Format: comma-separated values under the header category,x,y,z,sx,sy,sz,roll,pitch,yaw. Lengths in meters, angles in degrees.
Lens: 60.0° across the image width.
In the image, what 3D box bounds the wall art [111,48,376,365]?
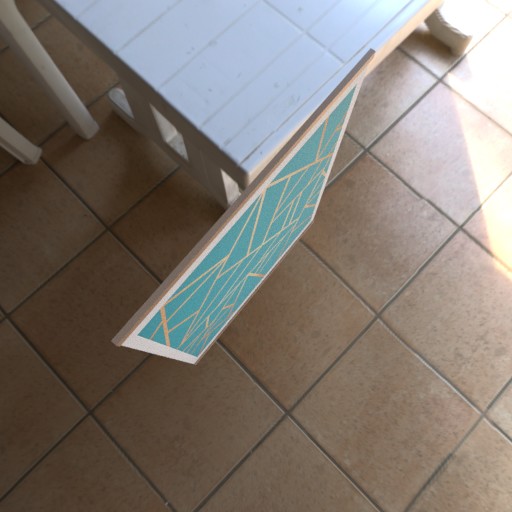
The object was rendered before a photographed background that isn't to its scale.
category,x,y,z,sx,sy,sz,roll,pitch,yaw
wall art,0.000,0.000,1.314,0.013,1.016,0.758,38,78,10
